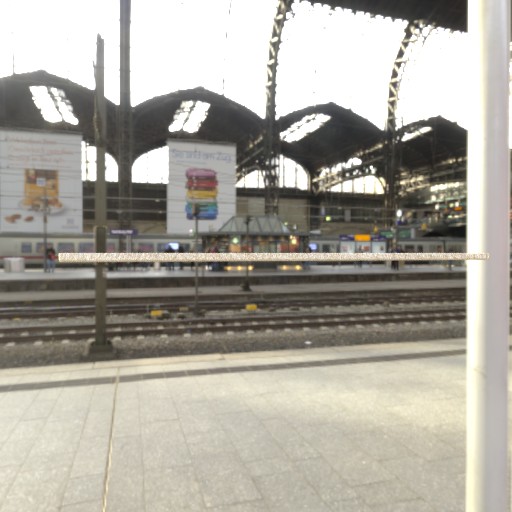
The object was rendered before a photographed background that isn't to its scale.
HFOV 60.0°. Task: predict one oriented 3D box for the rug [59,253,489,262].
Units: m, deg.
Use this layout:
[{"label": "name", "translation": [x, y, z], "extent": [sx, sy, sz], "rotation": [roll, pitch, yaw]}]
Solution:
[{"label": "rug", "translation": [0.000, 0.000, 2.100], "extent": [1.600, 0.027, 1.200], "rotation": [0, 0, -18]}]
